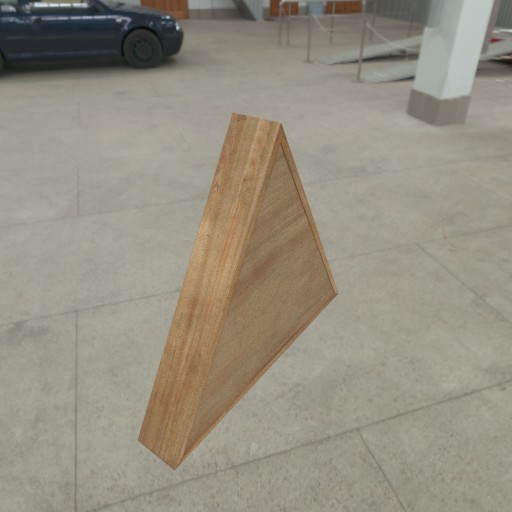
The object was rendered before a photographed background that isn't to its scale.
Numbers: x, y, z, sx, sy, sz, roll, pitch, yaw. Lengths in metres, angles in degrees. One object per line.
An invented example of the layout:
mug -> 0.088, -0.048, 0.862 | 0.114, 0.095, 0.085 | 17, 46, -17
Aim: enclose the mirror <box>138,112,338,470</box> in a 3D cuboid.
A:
mirror -> 0.000, 0.000, 0.881 | 0.100, 0.548, 0.631 | 22, 39, 30
